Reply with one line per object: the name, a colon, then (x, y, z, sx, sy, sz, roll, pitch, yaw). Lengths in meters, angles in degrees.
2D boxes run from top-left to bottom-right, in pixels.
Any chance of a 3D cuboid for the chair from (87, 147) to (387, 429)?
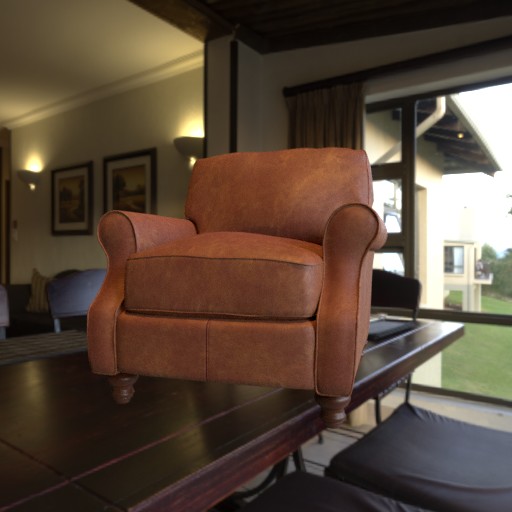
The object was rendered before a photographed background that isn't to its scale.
chair: (0.000, 0.000, 1.737, 0.983, 0.962, 0.986, 0, 0, 17)
